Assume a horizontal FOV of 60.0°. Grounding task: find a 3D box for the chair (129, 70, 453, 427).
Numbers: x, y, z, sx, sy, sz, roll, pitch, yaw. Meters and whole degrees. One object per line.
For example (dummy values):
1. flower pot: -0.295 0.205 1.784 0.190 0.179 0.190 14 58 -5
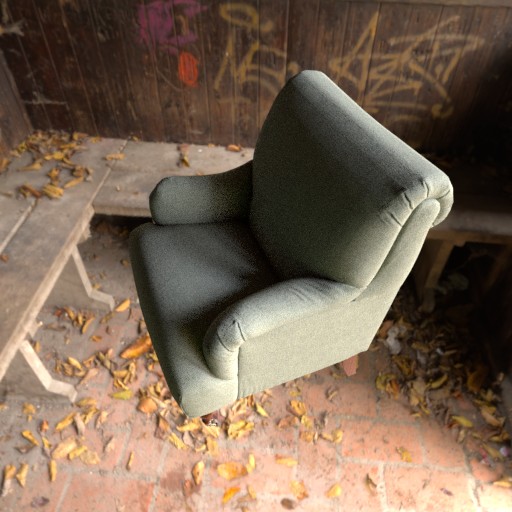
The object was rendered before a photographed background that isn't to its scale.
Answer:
1. chair: 0.000 0.000 1.943 1.060 1.178 0.964 -16 48 -15
